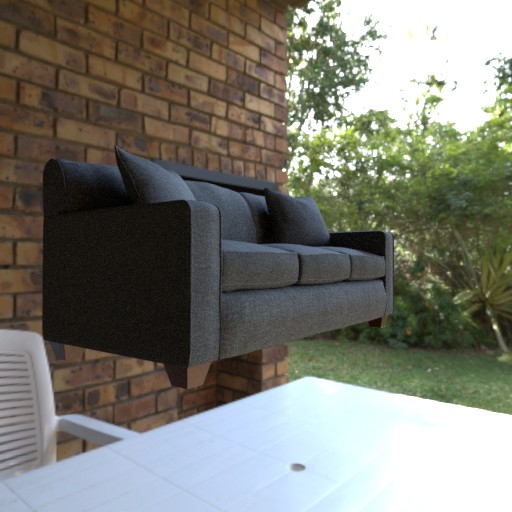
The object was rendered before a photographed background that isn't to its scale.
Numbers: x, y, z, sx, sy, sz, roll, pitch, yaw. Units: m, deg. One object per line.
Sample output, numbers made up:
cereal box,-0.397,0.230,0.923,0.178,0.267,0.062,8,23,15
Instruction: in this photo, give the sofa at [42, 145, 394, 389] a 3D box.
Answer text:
sofa,0.000,0.000,2.559,0.997,0.958,2.024,-1,-1,36
